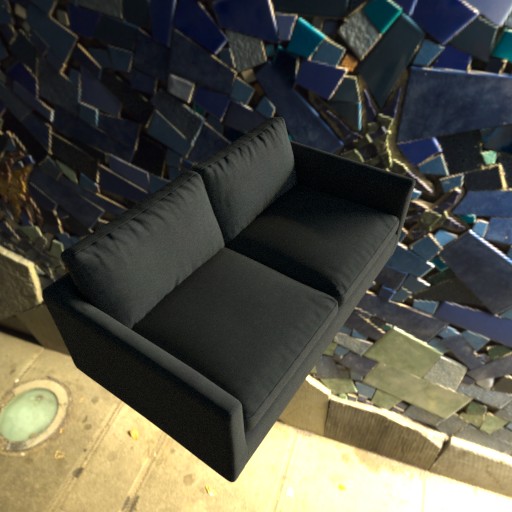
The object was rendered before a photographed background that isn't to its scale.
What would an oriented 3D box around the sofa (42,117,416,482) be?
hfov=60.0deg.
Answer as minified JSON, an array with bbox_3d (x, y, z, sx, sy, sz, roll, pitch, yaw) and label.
[{"bbox_3d":[0.000,0.000,2.495,1.091,0.845,1.909,24,47,25],"label":"sofa"}]
